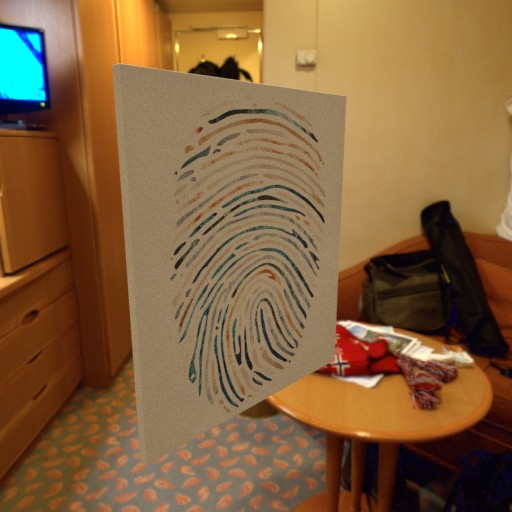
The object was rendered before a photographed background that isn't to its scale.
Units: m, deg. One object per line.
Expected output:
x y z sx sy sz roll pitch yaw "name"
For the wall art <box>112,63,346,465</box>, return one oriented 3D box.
0.000 0.000 0.973 0.609 0.710 0.021 -13 19 -43 "wall art"
